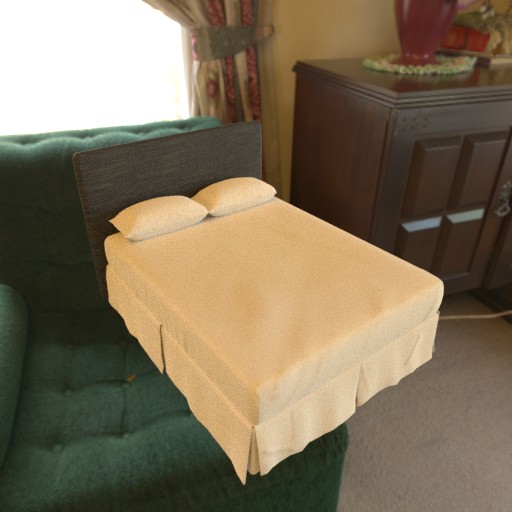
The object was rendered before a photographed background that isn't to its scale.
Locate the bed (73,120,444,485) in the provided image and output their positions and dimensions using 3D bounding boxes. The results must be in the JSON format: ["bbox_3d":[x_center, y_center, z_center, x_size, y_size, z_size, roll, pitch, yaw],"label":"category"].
[{"bbox_3d":[0.000,0.000,3.184,1.723,1.330,2.142,-21,36,-31],"label":"bed"}]
